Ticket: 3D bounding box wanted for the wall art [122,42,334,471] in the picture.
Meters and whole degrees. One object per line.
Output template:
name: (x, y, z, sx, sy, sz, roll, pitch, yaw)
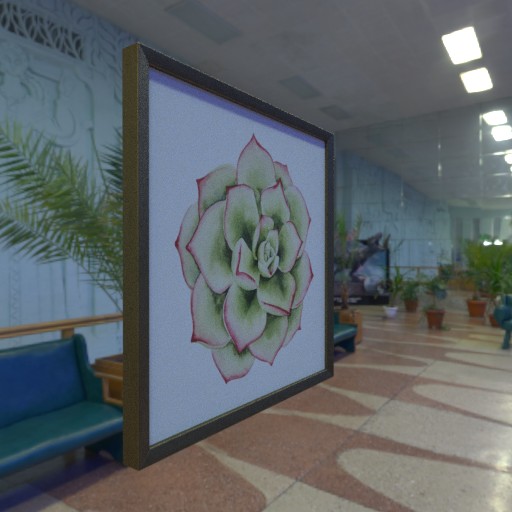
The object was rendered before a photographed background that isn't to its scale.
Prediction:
wall art: (0.000, 0.000, 0.732, 0.031, 0.506, 0.503, 0, 0, 37)
